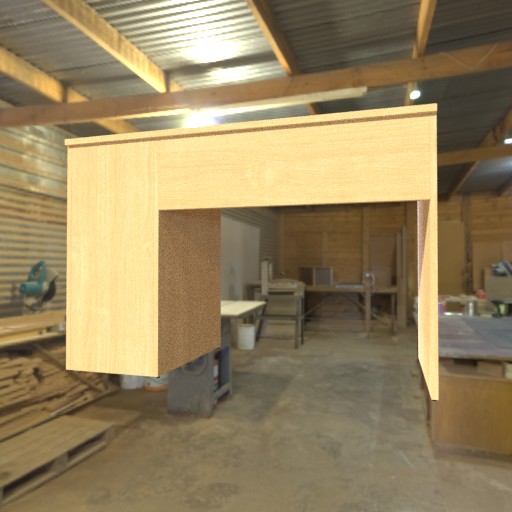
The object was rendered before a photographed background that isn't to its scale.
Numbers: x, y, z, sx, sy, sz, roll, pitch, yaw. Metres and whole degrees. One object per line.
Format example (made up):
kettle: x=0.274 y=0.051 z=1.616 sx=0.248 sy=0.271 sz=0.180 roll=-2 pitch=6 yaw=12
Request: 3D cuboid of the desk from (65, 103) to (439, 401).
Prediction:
desk: x=0.000 y=0.000 z=1.507 sx=1.097 sy=0.735 sz=0.560 roll=0 pitch=-1 yaw=17
